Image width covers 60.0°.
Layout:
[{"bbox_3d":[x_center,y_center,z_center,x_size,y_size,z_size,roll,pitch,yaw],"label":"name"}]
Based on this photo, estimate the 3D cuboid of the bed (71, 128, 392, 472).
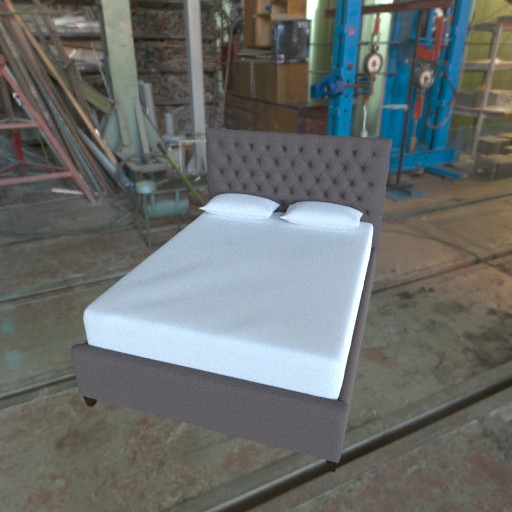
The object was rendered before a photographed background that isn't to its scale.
[{"bbox_3d":[0.000,0.000,3.297,1.696,1.426,2.233,8,27,16],"label":"bed"}]
